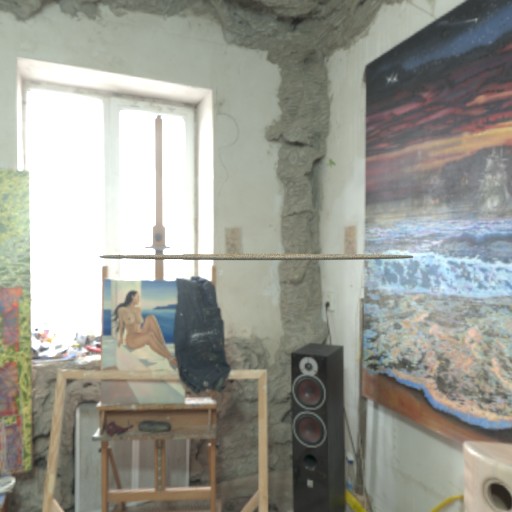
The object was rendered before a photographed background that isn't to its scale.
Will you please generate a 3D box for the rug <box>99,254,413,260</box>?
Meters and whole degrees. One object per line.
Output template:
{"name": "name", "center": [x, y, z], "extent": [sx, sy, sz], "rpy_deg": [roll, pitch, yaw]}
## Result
{"name": "rug", "center": [0.000, 0.000, 3.554], "extent": [2.382, 0.014, 2.382], "rpy_deg": [0, 1, 0]}
